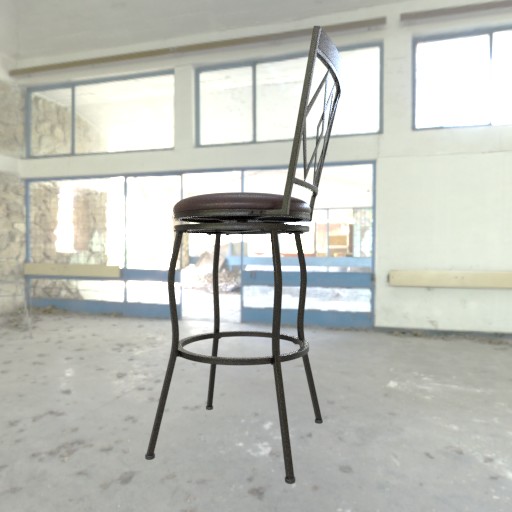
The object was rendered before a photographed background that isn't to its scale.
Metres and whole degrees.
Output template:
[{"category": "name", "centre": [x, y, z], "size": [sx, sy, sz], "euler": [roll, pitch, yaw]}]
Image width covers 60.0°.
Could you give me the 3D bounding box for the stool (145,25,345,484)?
[{"category": "stool", "centre": [0.000, 0.000, 1.355], "size": [0.521, 1.134, 0.432], "euler": [0, 1, 18]}]
